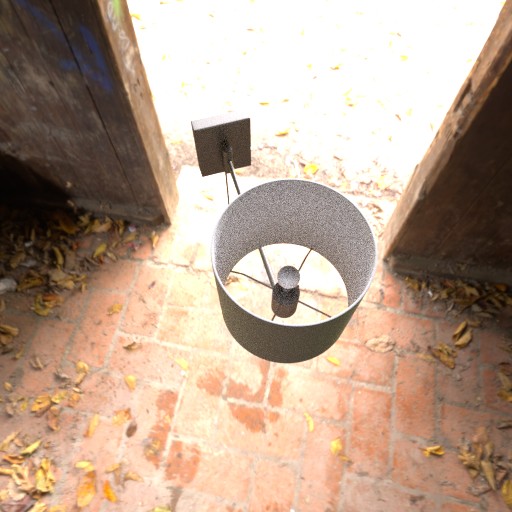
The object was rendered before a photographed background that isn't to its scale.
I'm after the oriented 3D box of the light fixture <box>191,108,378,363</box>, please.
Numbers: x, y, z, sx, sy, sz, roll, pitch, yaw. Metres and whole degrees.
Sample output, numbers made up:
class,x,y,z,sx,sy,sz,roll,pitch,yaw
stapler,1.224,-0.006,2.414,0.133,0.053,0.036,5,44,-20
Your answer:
class,x,y,z,sx,sy,sz,roll,pitch,yaw
light fixture,0.000,0.000,0.897,0.203,0.651,0.516,-15,64,-8
